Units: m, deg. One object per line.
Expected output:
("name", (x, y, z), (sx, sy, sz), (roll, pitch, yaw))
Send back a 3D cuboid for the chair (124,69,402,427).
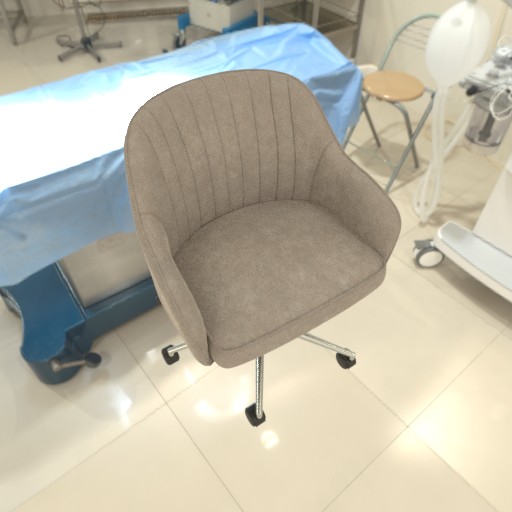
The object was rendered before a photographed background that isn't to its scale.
("chair", (0.000, 0.000, 1.267), (0.635, 0.831, 0.573), (-25, 52, -21))
